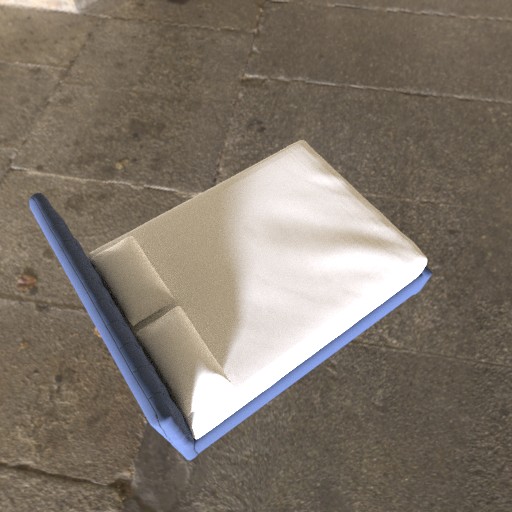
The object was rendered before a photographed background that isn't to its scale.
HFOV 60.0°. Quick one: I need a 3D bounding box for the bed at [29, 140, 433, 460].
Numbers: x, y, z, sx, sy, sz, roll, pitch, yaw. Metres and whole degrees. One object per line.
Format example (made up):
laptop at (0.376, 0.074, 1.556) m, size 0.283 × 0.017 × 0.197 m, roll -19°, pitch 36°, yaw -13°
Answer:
bed at (0.000, 0.000, 3.390) m, size 2.387 × 1.427 × 1.706 m, roll -31°, pitch 64°, yaw -17°
